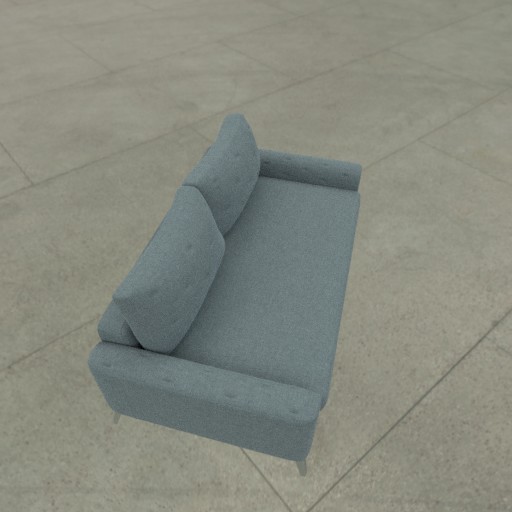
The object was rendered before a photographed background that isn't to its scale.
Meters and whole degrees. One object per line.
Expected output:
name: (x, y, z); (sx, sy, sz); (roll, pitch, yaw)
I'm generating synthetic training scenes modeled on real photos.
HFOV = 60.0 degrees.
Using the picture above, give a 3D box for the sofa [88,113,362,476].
sofa: (0.000, 0.000, 2.194); (0.920, 0.790, 1.650); (11, 47, 10)
